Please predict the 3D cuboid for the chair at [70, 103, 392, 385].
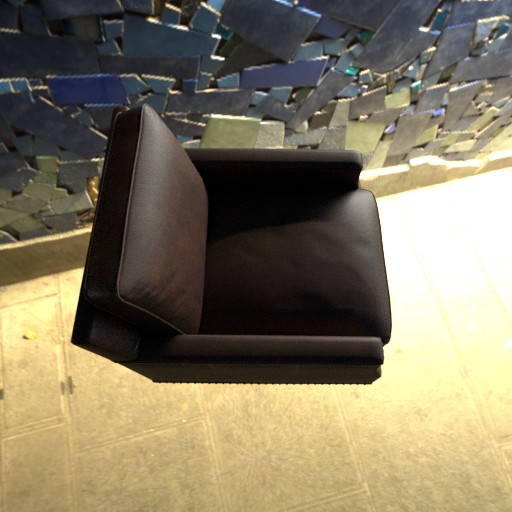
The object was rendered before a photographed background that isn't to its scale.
[{"bbox_3d":[0.000,0.000,1.685,1.014,0.929,0.853,0,65,0],"label":"chair"}]
